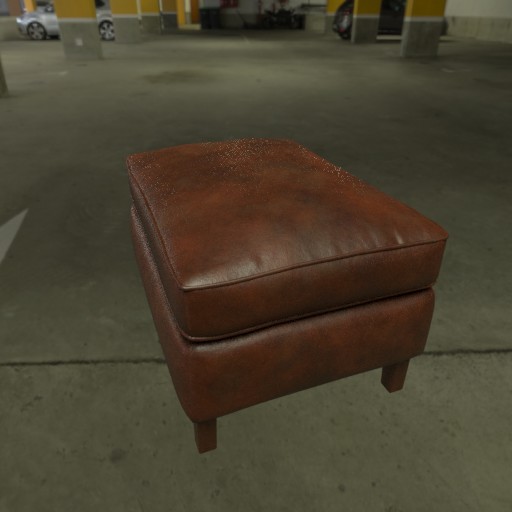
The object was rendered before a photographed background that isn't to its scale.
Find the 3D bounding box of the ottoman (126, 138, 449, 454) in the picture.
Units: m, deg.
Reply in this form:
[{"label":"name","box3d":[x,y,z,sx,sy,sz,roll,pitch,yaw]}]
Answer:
[{"label":"ottoman","box3d":[0.000,0.000,0.996,0.501,0.432,0.665,-10,31,-18]}]
